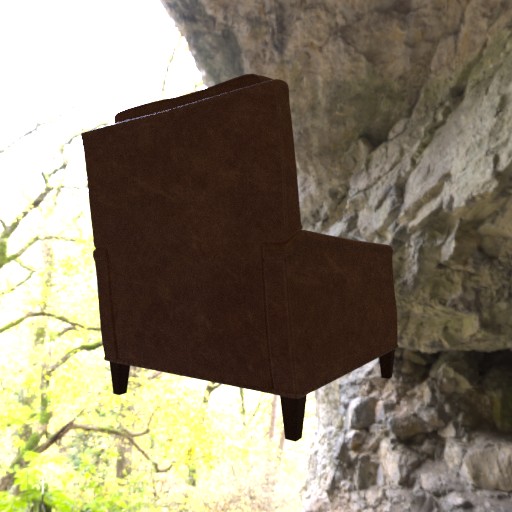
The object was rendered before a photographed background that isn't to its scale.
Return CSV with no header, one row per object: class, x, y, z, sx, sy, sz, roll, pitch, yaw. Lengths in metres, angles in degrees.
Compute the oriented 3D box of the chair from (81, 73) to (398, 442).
chair,0.000,0.000,1.786,0.854,1.054,1.035,-1,-1,35
